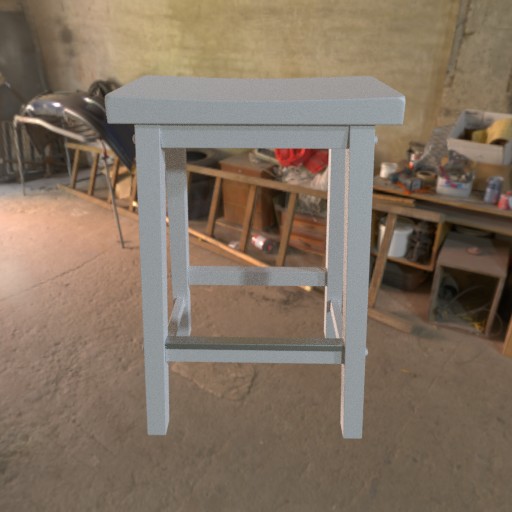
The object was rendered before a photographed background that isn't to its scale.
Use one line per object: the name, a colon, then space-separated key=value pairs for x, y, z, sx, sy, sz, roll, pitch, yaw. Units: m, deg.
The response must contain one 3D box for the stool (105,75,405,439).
stool: x=0.000 y=0.000 z=0.836 sx=0.406 sy=0.610 sz=0.322 roll=1 pitch=29 yaw=1
